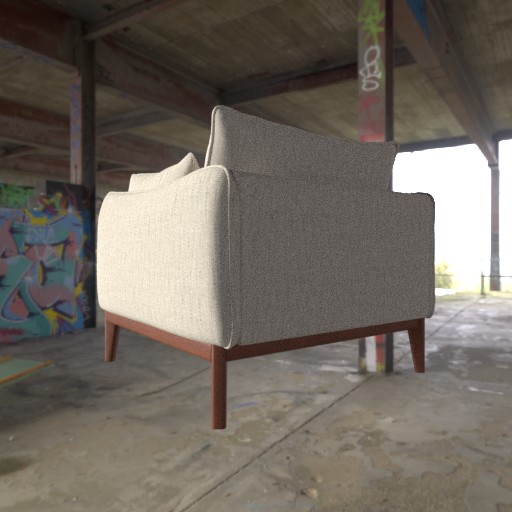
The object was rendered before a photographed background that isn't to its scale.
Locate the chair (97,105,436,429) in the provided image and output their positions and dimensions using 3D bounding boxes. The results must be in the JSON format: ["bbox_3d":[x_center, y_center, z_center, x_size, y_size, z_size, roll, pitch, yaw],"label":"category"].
[{"bbox_3d":[0.000,0.000,1.730,0.994,0.855,0.991,0,1,-36],"label":"chair"}]
